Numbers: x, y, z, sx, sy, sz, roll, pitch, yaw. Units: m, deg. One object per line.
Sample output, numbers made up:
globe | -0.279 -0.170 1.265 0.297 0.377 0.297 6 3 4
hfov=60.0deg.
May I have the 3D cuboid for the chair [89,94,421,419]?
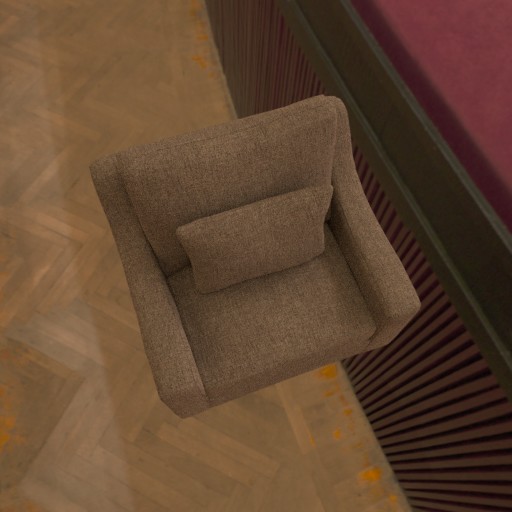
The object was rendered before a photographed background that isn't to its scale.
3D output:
chair | 0.000 0.000 2.000 1.138 1.037 1.009 -18 65 -9
